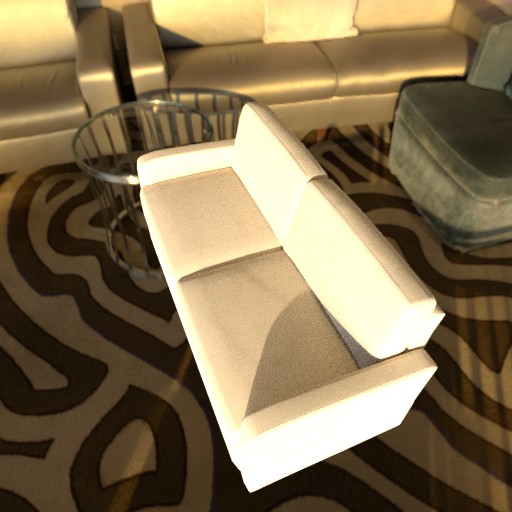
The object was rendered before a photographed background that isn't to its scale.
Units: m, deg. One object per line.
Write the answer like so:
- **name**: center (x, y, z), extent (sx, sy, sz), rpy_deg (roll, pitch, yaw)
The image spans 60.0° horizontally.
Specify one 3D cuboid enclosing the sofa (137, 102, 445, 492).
- **sofa**: center (0.000, 0.000, 2.257), extent (0.894, 0.831, 1.808), rpy_deg (-17, 49, -15)
